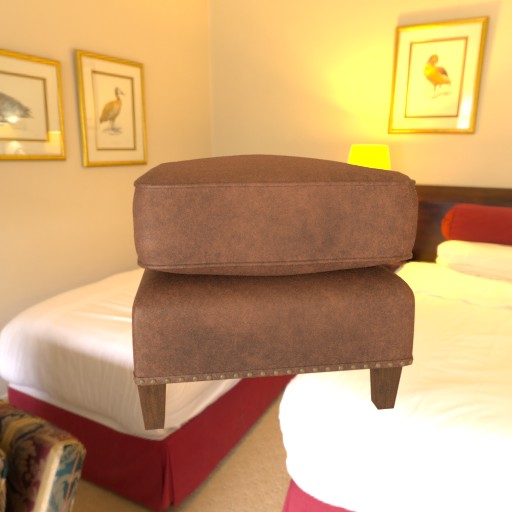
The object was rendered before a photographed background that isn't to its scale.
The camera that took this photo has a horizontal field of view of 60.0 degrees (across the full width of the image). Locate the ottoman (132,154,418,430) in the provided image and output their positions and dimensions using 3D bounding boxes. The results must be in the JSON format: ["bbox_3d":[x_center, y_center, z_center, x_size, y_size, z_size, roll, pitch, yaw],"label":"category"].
[{"bbox_3d":[0.000,0.000,1.200,0.589,0.537,0.738,-2,14,-8],"label":"ottoman"}]
